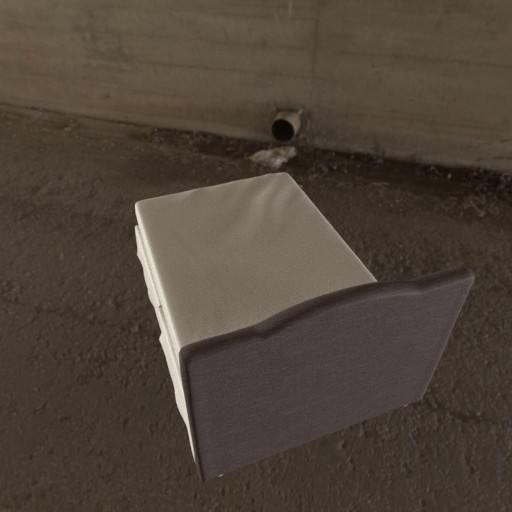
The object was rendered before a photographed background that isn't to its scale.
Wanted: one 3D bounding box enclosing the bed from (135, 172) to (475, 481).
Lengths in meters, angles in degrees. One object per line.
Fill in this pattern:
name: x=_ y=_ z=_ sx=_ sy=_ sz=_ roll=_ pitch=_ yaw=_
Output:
bed: x=0.000 y=0.000 z=3.530 sx=1.741 sy=1.441 sz=2.507 roll=-14 pitch=43 yaw=-15
